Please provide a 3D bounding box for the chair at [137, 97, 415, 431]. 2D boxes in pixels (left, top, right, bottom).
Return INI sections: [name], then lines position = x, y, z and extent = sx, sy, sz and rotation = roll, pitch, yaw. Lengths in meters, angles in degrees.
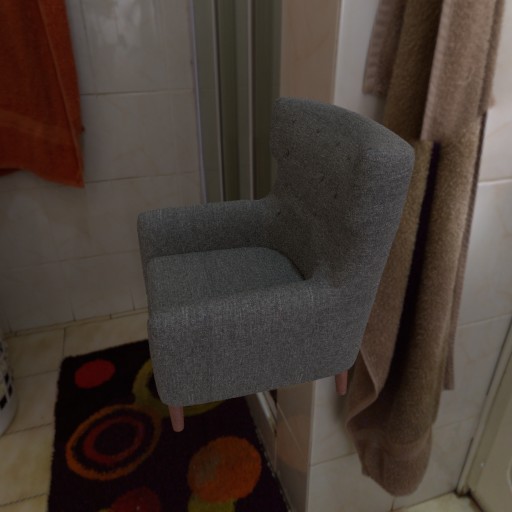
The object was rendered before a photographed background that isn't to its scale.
[chair]
position = 0.000, 0.000, 1.775
extent = 0.904, 1.063, 0.878
rotation = -8, 31, -13
